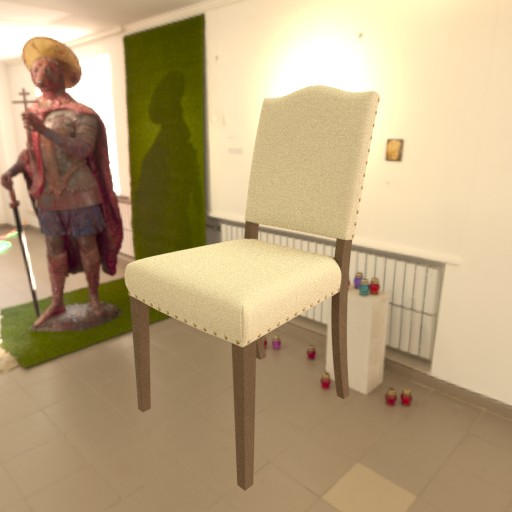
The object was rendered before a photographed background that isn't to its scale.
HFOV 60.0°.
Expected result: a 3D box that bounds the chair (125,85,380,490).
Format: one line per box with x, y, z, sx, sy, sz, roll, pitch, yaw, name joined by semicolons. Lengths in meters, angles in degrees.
0.000;0.000;1.353;0.508;1.015;0.619;15;21;42;chair
